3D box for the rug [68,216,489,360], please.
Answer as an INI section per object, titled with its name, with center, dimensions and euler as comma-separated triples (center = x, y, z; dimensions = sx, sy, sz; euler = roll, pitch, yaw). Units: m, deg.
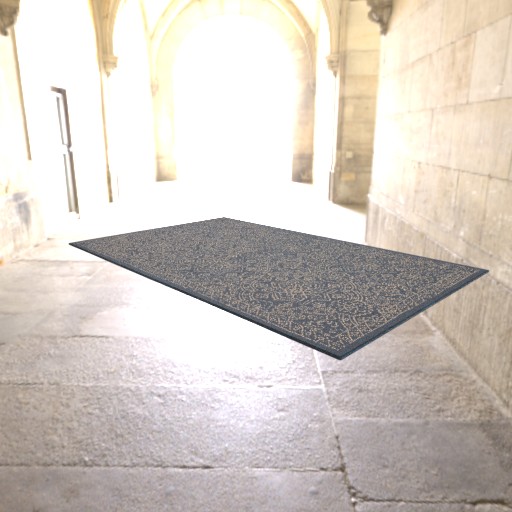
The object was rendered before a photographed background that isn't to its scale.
[rug]
center = 0.000, 0.000, 2.977
dimensions = 1.526, 0.015, 2.441
euler = -15, 22, -42
